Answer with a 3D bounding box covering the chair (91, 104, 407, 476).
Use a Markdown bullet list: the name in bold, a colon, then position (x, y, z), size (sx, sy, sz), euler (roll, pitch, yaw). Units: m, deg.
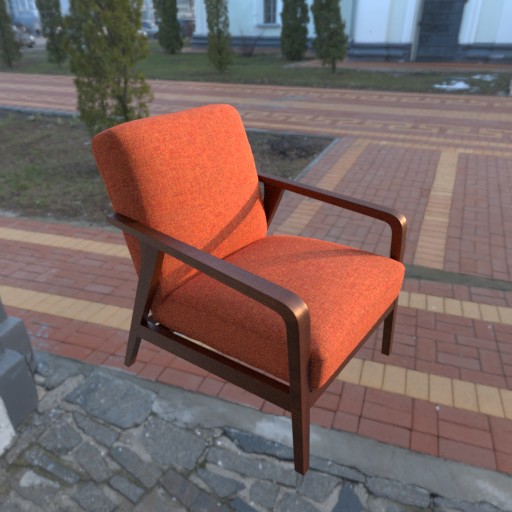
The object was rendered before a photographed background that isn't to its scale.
- **chair**: position (0.000, 0.000, 1.519), size (0.860, 0.890, 0.719), euler (19, 33, 32)
